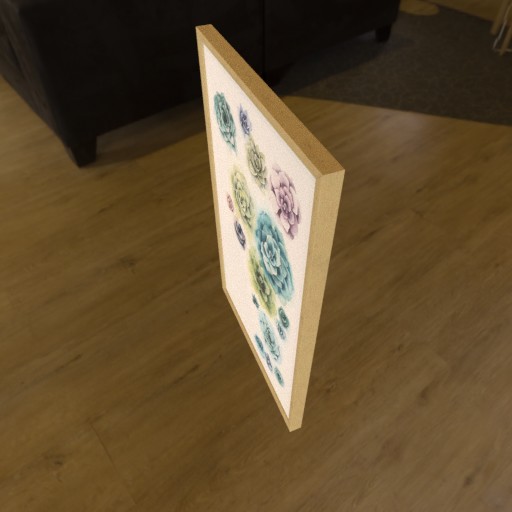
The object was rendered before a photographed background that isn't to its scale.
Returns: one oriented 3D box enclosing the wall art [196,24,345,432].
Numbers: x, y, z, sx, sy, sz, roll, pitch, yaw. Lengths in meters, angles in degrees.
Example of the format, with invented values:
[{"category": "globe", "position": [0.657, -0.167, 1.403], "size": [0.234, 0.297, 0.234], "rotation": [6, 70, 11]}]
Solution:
[{"category": "wall art", "position": [0.000, 0.000, 0.995], "size": [0.039, 0.810, 0.510], "rotation": [-17, 50, -15]}]
